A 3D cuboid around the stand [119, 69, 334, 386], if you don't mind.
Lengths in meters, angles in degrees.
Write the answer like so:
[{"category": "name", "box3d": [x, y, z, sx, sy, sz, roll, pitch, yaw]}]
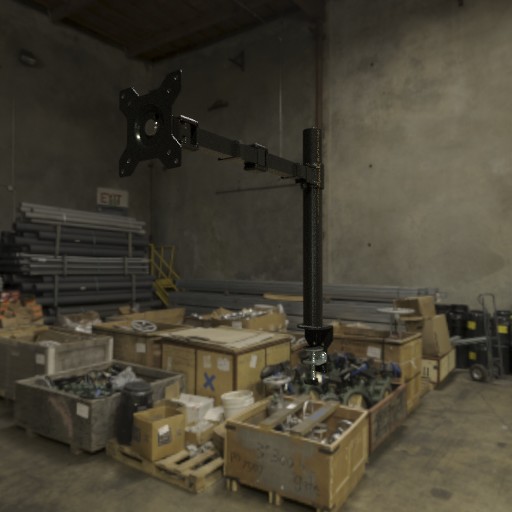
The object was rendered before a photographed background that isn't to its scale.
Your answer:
[{"category": "stand", "box3d": [0.000, 0.000, 0.731, 0.115, 0.510, 0.456, -1, -1, 36]}]
